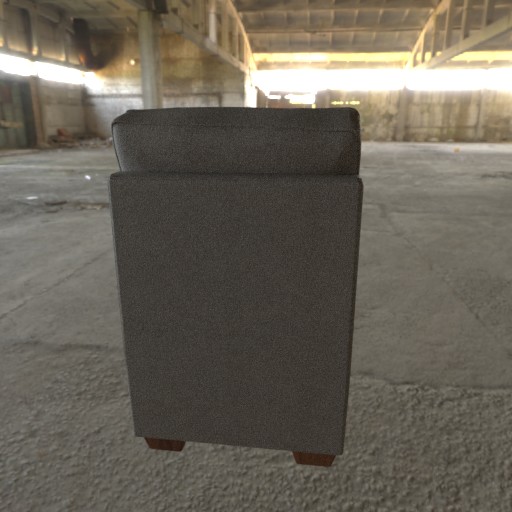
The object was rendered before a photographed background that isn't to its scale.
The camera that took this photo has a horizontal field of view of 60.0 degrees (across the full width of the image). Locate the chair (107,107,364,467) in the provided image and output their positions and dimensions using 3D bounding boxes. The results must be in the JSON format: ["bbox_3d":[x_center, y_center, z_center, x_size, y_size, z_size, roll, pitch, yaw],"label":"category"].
[{"bbox_3d":[0.000,0.000,1.549,0.621,0.970,0.938,2,17,7],"label":"chair"}]
